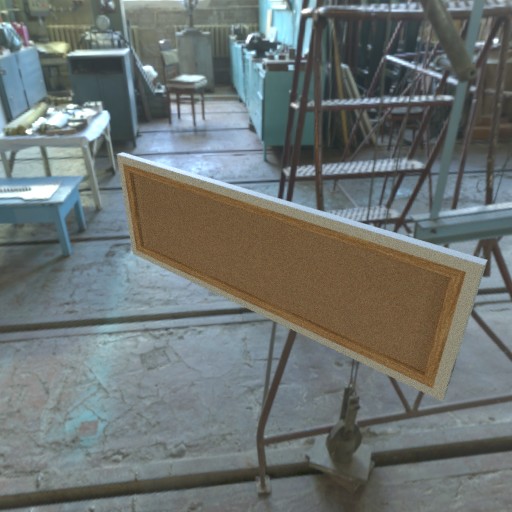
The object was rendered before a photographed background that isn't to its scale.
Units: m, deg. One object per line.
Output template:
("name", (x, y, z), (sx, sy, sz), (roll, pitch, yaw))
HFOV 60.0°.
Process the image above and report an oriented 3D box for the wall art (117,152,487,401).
("wall art", (0.000, 0.000, 1.689), (1.520, 0.507, 0.039), (21, 37, 32))
